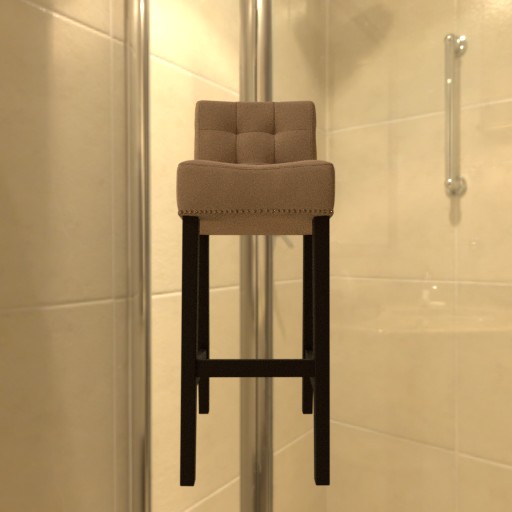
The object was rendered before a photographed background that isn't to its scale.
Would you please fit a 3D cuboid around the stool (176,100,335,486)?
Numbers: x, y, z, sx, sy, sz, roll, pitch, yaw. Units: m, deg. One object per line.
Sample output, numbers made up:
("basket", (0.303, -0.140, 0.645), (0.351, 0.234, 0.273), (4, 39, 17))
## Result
("stool", (0.000, 0.000, 1.278), (0.411, 1.047, 0.548), (0, 0, 0))
